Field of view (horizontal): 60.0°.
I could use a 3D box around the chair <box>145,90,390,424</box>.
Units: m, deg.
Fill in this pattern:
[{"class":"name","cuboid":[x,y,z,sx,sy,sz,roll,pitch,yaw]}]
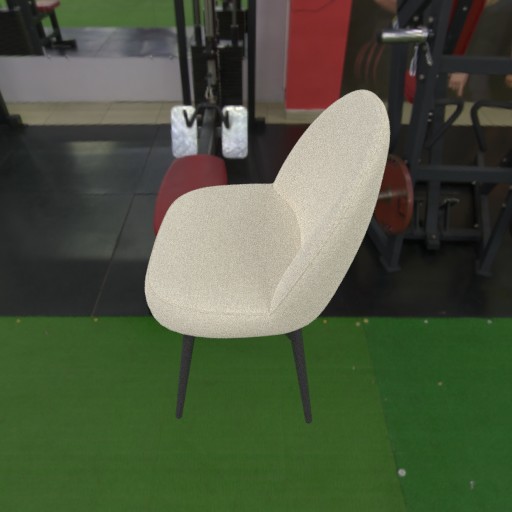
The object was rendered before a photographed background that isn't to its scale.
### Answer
[{"class":"chair","cuboid":[0.000,0.000,1.171,0.540,0.838,0.532,2,41,2]}]
